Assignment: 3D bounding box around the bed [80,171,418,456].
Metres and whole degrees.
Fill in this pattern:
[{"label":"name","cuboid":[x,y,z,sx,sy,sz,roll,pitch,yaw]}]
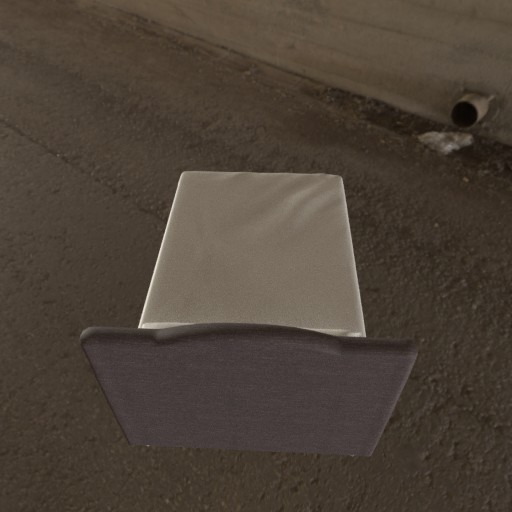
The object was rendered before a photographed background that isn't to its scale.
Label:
[{"label":"bed","cuboid":[0.000,0.000,3.486,1.741,1.441,2.507,2,46,2]}]
